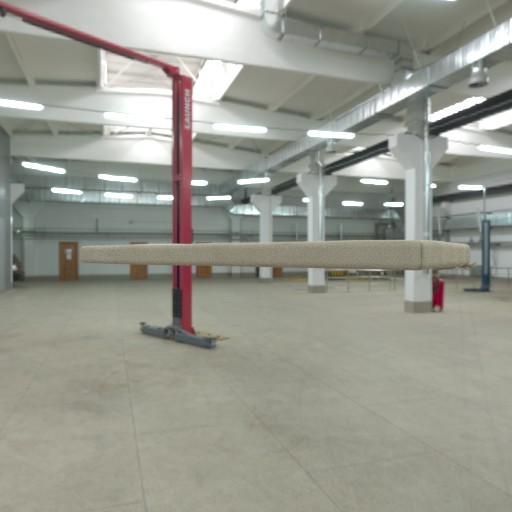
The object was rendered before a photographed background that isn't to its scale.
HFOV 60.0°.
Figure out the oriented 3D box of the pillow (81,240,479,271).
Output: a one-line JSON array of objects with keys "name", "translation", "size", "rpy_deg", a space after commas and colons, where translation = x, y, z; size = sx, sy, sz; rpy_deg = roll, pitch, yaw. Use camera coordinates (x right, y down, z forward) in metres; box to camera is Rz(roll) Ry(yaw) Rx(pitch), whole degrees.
[{"name": "pillow", "translation": [0.000, 0.000, 1.369], "size": [1.187, 0.081, 0.492], "rpy_deg": [0, 0, 36]}]
